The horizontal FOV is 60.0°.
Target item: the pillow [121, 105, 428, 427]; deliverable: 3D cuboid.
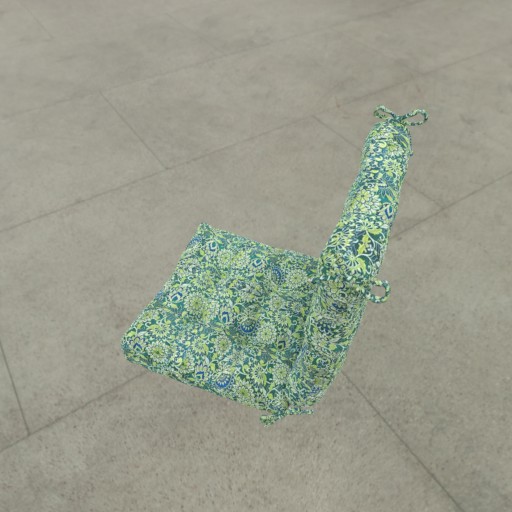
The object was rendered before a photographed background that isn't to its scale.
[{"bbox_3d":[0.000,0.000,1.021,0.571,0.605,0.519,16,50,14],"label":"pillow"}]
